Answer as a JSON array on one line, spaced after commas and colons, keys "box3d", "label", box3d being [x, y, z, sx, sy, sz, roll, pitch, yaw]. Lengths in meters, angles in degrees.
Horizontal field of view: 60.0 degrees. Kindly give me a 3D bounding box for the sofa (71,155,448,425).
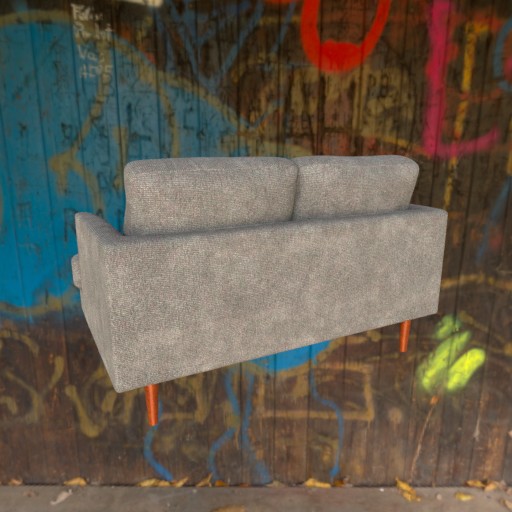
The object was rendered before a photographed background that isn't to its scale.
[{"box3d": [0.000, 0.000, 2.135, 1.582, 0.956, 0.903, -8, 16, -27], "label": "sofa"}]
